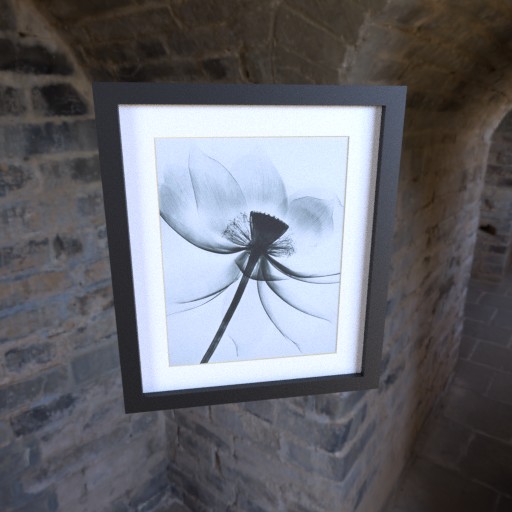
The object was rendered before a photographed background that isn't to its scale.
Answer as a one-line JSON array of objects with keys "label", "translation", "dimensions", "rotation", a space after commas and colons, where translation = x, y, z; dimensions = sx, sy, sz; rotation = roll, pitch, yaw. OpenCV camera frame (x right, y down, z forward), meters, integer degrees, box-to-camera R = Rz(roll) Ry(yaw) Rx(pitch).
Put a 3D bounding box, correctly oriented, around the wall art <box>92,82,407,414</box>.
[{"label": "wall art", "translation": [0.000, 0.000, 0.528], "dimensions": [0.330, 0.381, 0.029], "rotation": [-3, 17, -9]}]
